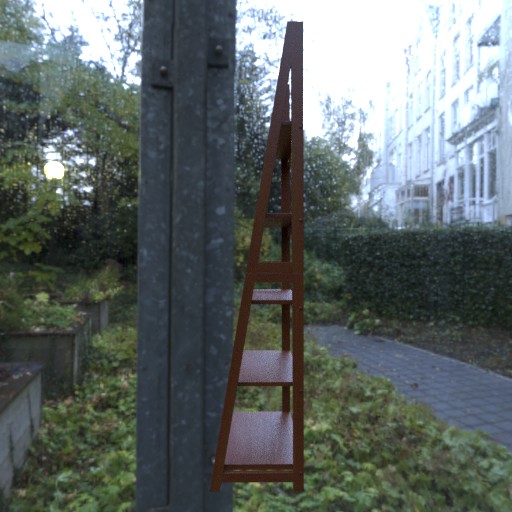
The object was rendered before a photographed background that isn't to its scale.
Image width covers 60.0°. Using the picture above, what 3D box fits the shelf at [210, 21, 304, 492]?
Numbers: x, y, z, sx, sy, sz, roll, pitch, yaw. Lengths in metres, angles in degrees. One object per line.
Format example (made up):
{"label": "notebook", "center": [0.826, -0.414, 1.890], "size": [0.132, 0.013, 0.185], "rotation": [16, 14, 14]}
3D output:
{"label": "shelf", "center": [0.000, 0.000, 1.988], "size": [0.356, 1.780, 0.630], "rotation": [0, 0, -1]}
